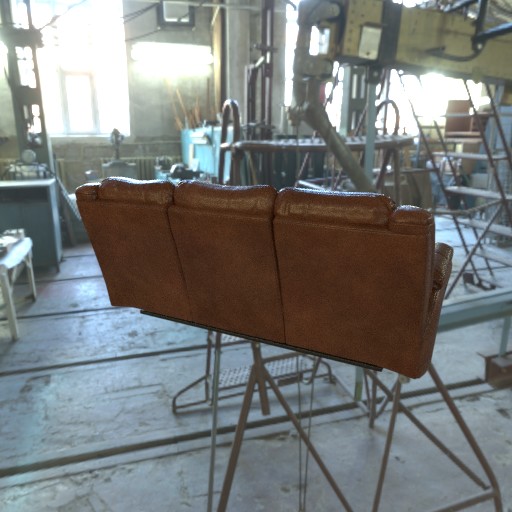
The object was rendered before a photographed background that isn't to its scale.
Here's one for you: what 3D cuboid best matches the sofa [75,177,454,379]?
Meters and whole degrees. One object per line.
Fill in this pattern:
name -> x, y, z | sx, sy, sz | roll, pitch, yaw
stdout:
sofa -> 0.000, 0.000, 2.936 | 2.337, 1.043, 0.991 | 8, 18, 27
